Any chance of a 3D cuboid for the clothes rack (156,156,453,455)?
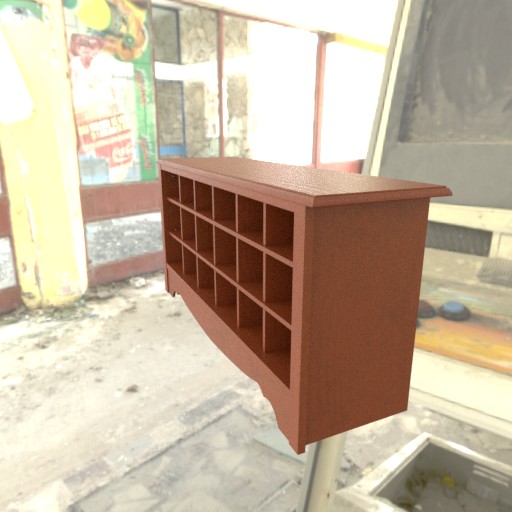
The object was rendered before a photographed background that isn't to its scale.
[{"bbox_3d":[0.000,0.000,1.520,0.362,0.594,1.251,-7,18,-24],"label":"clothes rack"}]
